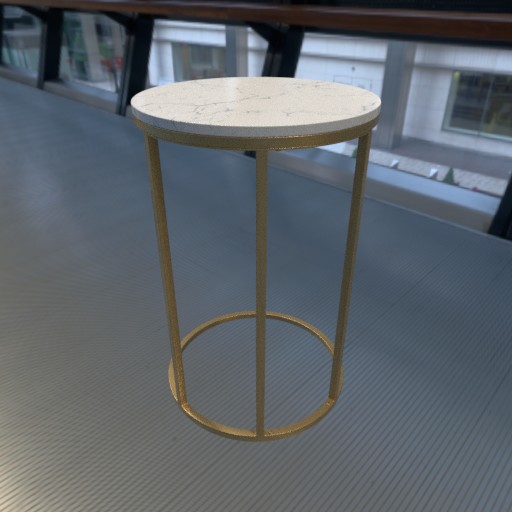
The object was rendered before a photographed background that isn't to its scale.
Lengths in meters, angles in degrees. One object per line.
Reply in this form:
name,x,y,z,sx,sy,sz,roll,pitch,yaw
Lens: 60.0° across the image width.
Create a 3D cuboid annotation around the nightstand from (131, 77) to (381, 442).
nightstand,0.000,0.000,0.882,0.400,0.610,0.400,-1,30,-2
